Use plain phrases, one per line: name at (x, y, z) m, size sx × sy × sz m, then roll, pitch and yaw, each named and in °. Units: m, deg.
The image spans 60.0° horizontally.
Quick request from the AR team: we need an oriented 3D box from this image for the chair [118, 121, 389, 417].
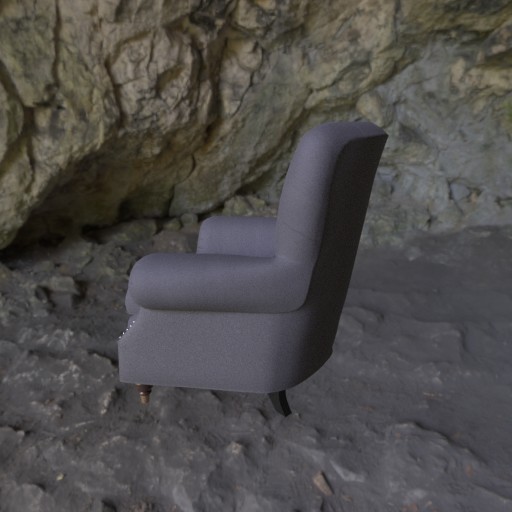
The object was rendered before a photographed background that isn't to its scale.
chair at (0.000, 0.000, 1.834) m, size 0.983 × 1.046 × 0.983 m, roll 3°, pitch 15°, yaw 10°
